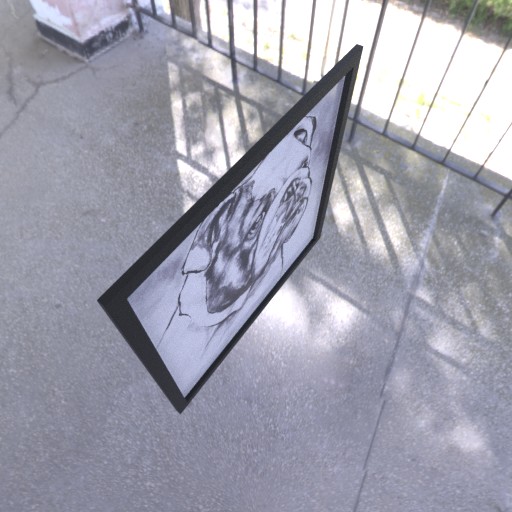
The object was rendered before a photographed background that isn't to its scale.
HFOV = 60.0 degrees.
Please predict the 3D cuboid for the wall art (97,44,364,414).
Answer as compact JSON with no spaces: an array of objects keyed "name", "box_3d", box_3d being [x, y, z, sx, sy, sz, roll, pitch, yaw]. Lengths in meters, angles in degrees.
[{"name":"wall art","box_3d":[0.000,0.000,0.978,0.016,0.659,0.663,32,64,18]}]
